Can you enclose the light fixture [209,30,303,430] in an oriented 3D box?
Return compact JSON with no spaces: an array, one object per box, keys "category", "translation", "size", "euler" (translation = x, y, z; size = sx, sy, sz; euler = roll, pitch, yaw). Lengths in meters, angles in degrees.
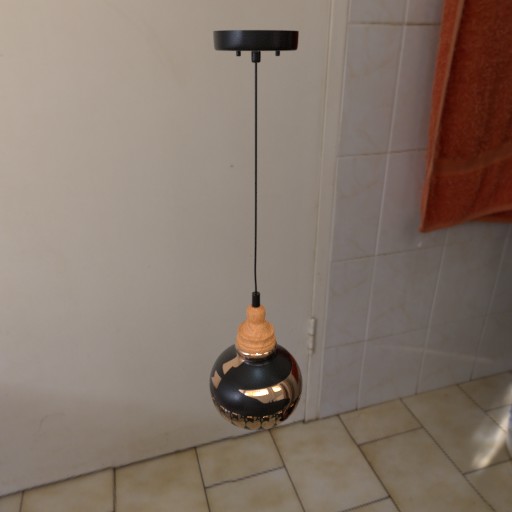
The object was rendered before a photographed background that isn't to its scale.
[{"category":"light fixture","translation":[0.000,0.000,1.775],"size":[0.430,1.606,0.430],"euler":[-7,26,-14]}]
